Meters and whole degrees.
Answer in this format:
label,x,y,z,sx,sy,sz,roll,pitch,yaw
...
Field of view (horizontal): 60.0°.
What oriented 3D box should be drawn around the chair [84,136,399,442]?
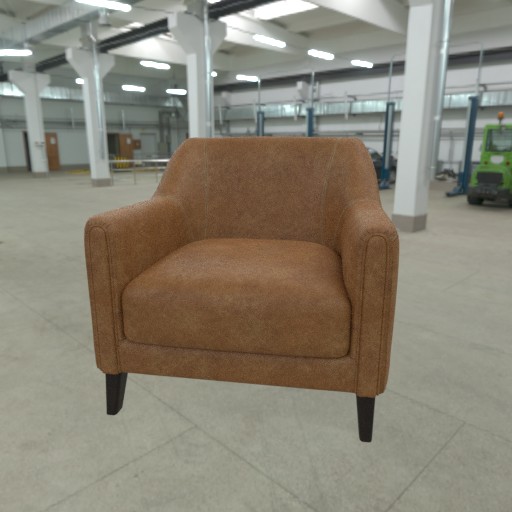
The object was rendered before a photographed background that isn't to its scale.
label,x,y,z,sx,sy,sz,roll,pitch,yaw
chair,0.000,0.000,1.857,1.037,0.980,1.034,2,14,9
